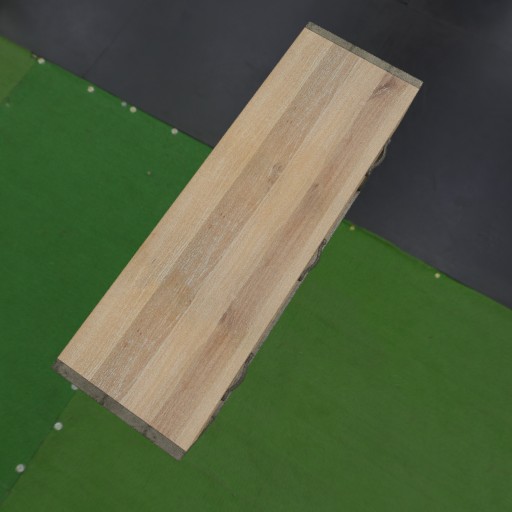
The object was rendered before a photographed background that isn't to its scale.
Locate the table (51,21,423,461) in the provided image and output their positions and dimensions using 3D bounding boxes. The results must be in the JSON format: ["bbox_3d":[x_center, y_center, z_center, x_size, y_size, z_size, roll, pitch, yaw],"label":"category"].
[{"bbox_3d":[0.000,0.000,1.400,0.361,0.763,1.059,32,78,8],"label":"table"}]
